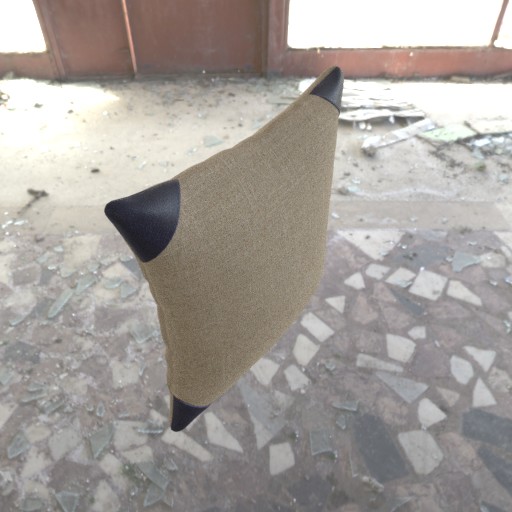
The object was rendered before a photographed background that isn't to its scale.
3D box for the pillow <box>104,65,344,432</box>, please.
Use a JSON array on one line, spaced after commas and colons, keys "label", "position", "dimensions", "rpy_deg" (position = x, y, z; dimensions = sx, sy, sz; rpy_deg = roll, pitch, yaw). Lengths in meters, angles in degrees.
[{"label": "pillow", "position": [0.000, 0.000, 0.669], "dimensions": [0.147, 0.441, 0.440], "rpy_deg": [26, 49, 25]}]
